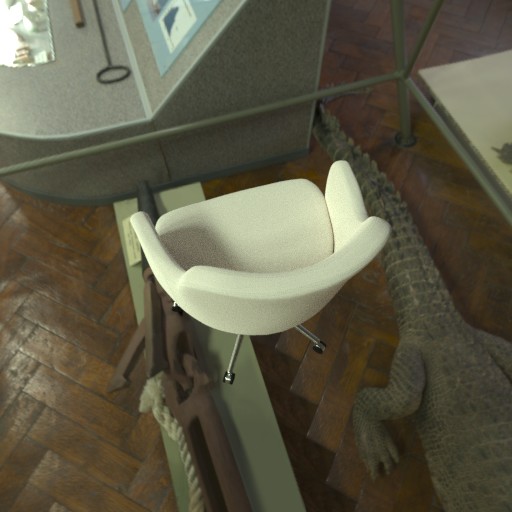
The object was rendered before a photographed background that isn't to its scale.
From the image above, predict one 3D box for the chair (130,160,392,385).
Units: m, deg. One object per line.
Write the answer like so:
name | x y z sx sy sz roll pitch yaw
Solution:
chair | 0.000 0.000 1.262 0.602 0.819 0.647 -16 61 -9
